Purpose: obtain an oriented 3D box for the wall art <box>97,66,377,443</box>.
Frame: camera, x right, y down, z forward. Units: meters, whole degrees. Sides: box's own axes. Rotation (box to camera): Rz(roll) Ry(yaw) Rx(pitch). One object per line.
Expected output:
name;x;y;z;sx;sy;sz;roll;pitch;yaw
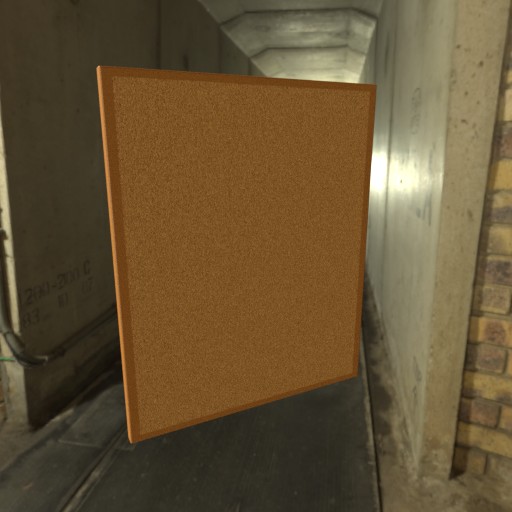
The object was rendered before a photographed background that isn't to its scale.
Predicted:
wall art;0.000;0.000;0.503;0.310;0.379;0.015;-8;17;-26
